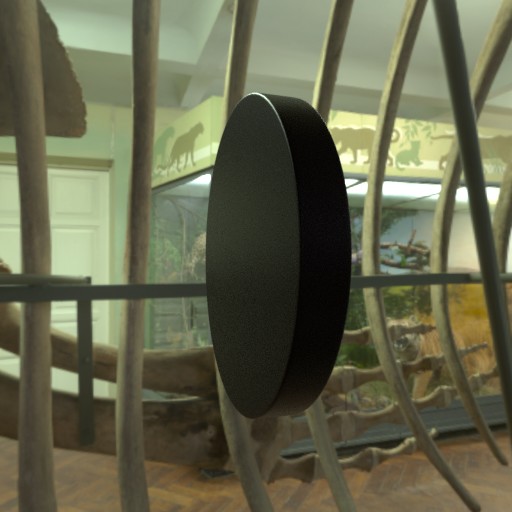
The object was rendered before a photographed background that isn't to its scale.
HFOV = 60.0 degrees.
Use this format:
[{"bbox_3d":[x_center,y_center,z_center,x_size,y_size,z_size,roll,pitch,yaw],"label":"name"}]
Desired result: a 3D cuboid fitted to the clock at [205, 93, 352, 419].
[{"bbox_3d":[0.000,0.000,0.456,0.040,0.314,0.314,0,-1,-18],"label":"clock"}]
